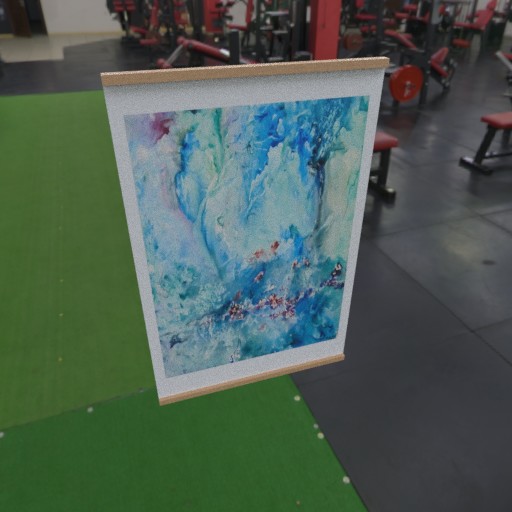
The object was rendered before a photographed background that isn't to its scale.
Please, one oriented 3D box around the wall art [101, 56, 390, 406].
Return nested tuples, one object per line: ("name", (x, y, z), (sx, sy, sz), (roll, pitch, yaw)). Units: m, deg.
("wall art", (0.000, 0.000, 0.636), (0.335, 0.510, 0.013), (-10, 34, -15))
